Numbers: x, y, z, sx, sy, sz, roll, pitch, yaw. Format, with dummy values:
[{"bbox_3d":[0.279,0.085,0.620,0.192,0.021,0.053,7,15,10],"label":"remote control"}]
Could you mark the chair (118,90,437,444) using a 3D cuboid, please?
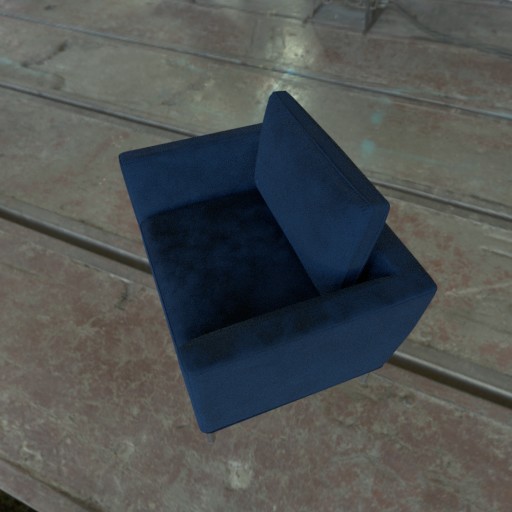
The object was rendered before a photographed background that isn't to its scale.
[{"bbox_3d":[0.000,0.000,1.612,0.746,0.893,0.977,-16,50,-14],"label":"chair"}]
